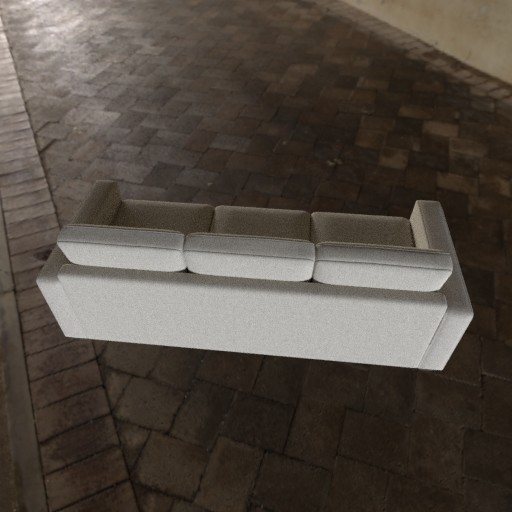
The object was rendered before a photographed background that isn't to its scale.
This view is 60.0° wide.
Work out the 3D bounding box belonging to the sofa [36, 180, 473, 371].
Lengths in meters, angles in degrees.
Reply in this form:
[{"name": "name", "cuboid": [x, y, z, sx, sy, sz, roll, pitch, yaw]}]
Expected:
[{"name": "sofa", "cuboid": [0.000, 0.000, 2.565, 2.160, 0.800, 0.900, 4, 46, 4]}]
